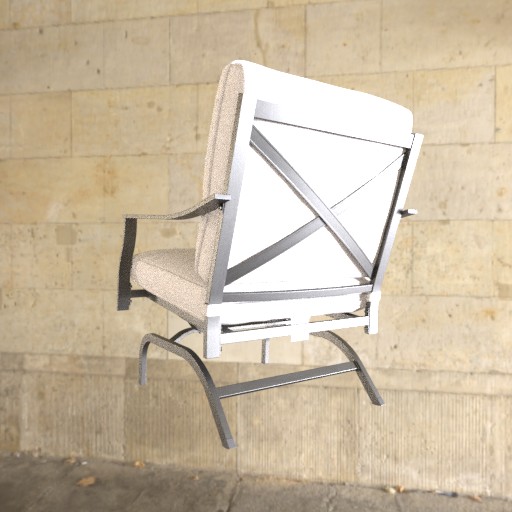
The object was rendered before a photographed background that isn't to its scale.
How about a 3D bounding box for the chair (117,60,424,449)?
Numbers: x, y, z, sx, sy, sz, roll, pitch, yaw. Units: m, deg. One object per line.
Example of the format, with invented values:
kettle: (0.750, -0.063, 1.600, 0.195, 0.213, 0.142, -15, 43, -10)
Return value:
chair: (0.000, 0.000, 1.359, 0.650, 0.860, 0.787, 0, 1, -34)
